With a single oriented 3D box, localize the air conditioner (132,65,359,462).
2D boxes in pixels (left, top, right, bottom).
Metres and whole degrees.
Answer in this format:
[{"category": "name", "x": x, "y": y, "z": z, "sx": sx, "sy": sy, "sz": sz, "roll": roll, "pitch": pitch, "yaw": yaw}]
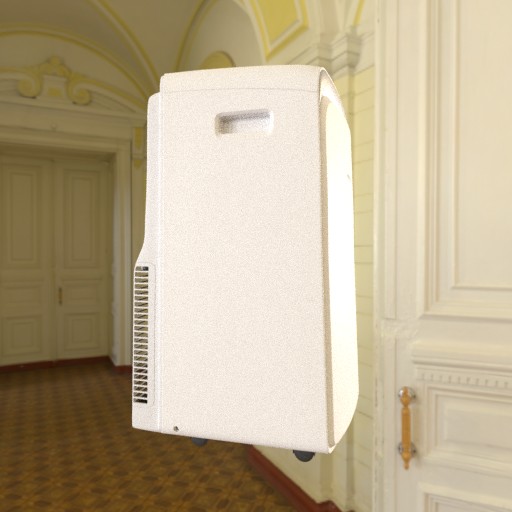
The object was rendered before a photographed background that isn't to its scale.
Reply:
[{"category": "air conditioner", "x": 0.000, "y": 0.000, "z": 1.050, "sx": 0.467, "sy": 0.765, "sz": 0.478, "roll": 0, "pitch": 1, "yaw": 18}]
